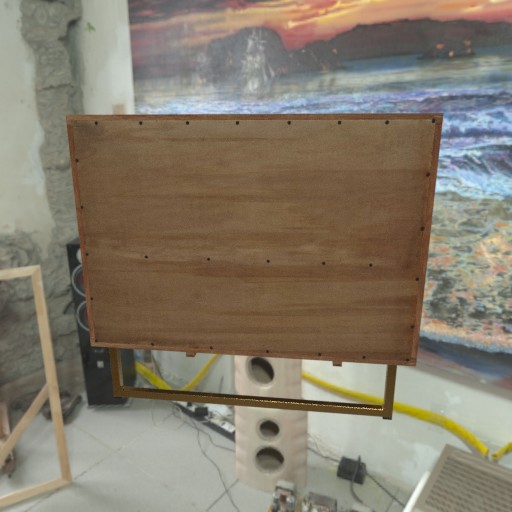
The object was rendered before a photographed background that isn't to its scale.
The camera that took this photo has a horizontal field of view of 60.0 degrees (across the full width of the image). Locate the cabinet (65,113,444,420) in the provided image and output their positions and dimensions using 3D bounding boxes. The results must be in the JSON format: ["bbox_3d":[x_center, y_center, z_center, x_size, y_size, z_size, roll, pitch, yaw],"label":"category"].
[{"bbox_3d":[0.000,0.000,1.434,0.950,0.860,0.451,2,16,7],"label":"cabinet"}]
